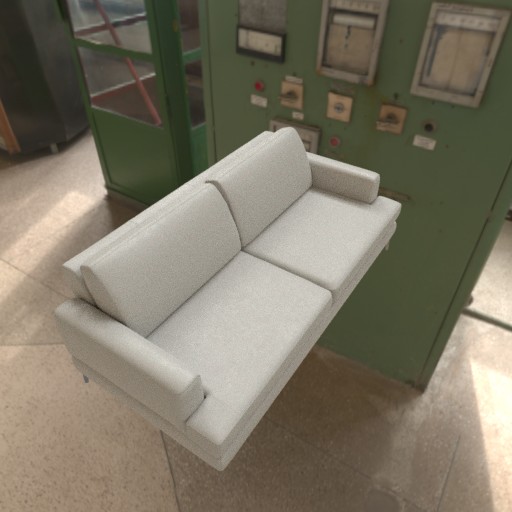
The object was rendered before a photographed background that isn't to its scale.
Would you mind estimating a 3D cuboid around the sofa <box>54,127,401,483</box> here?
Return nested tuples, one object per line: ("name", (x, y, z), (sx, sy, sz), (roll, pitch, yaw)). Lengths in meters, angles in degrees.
("sofa", (0.000, 0.000, 2.423), (0.974, 0.765, 1.940), (24, 46, 25))
